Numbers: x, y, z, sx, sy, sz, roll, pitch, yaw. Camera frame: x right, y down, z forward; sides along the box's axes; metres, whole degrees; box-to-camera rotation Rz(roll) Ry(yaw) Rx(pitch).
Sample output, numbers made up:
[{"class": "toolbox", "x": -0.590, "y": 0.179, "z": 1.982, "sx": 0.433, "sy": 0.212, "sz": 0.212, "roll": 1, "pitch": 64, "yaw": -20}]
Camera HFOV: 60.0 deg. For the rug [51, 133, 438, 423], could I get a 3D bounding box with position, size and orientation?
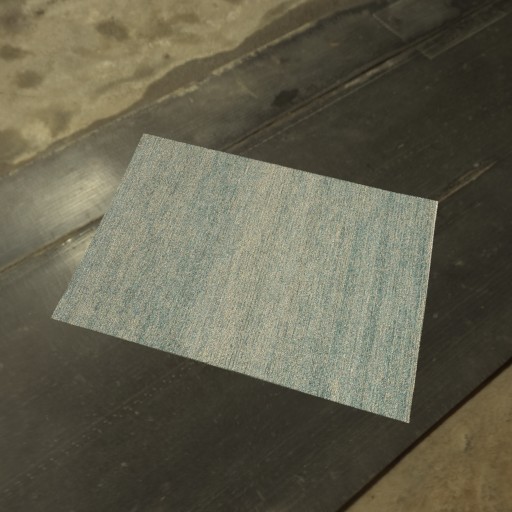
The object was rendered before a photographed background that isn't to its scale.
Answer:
[{"class": "rug", "x": 0.000, "y": 0.000, "z": 5.351, "sx": 4.078, "sy": 0.052, "sz": 2.802, "roll": 15, "pitch": 65, "yaw": 7}]
